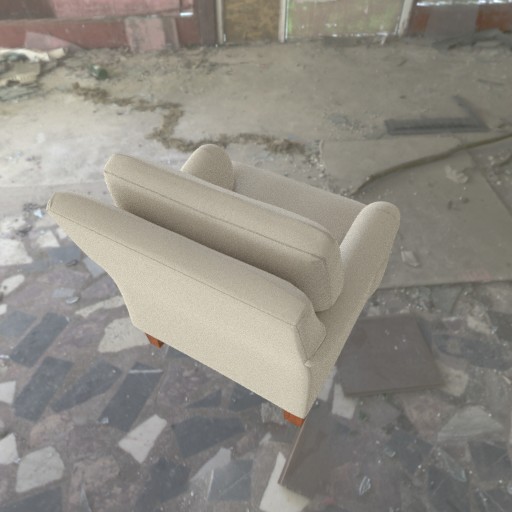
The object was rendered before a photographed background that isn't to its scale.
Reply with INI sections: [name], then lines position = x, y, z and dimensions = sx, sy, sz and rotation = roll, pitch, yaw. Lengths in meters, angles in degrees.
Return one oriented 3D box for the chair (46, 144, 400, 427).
[chair]
position = 0.000, 0.000, 1.831
dimensions = 0.955, 1.038, 1.070
rotation = 23, 50, 21
